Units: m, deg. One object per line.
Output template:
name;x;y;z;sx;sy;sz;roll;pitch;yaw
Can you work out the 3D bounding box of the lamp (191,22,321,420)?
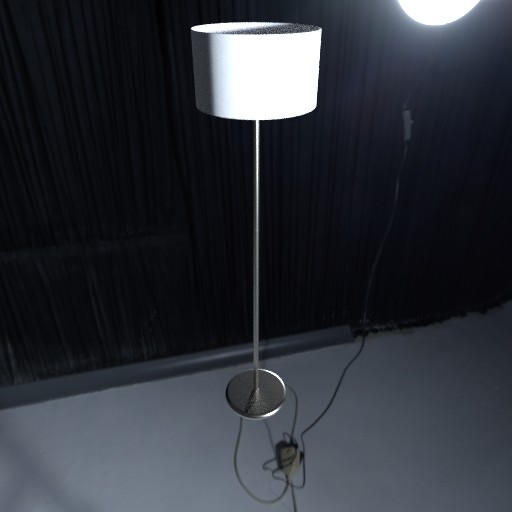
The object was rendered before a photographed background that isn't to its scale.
lamp;0.000;0.000;1.571;0.347;1.443;0.347;-8;33;-13
